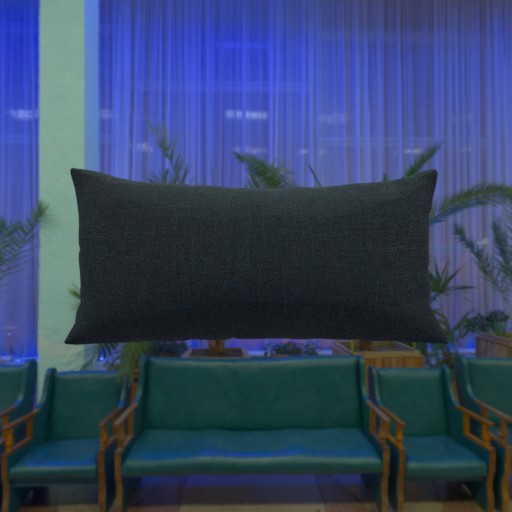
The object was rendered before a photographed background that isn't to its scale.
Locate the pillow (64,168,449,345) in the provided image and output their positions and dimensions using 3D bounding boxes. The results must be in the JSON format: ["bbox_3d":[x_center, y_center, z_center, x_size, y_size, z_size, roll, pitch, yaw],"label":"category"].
[{"bbox_3d":[0.000,0.000,0.732,0.631,0.292,0.148,0,-1,0],"label":"pillow"}]
